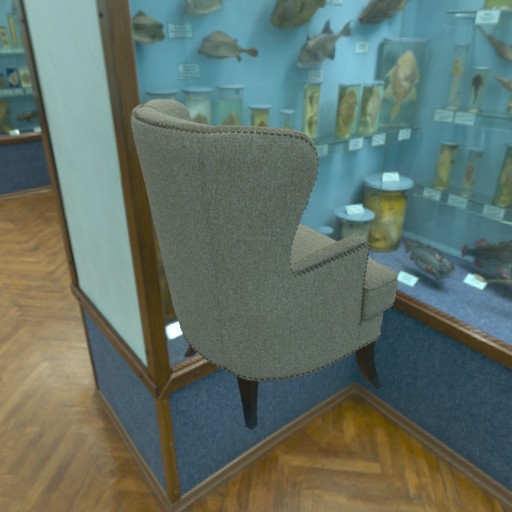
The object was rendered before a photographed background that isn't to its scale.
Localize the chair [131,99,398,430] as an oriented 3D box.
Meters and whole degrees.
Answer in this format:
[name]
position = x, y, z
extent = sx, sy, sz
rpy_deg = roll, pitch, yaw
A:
[chair]
position = 0.000, 0.000, 1.625
extent = 0.758, 1.060, 0.759
rpy_deg = -18, 32, -31
